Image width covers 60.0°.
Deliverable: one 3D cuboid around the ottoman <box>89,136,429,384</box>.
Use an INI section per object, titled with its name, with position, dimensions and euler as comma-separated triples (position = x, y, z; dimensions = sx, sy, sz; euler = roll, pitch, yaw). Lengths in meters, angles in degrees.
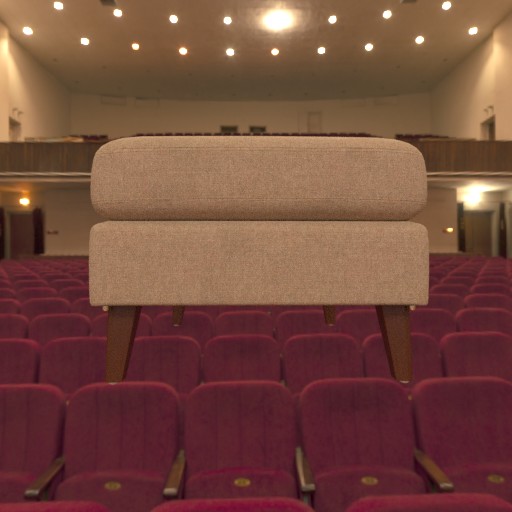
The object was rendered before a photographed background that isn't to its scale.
[ottoman]
position = 0.000, 0.000, 1.182
dimensions = 0.610, 0.478, 0.823
euler = 0, -1, -1
